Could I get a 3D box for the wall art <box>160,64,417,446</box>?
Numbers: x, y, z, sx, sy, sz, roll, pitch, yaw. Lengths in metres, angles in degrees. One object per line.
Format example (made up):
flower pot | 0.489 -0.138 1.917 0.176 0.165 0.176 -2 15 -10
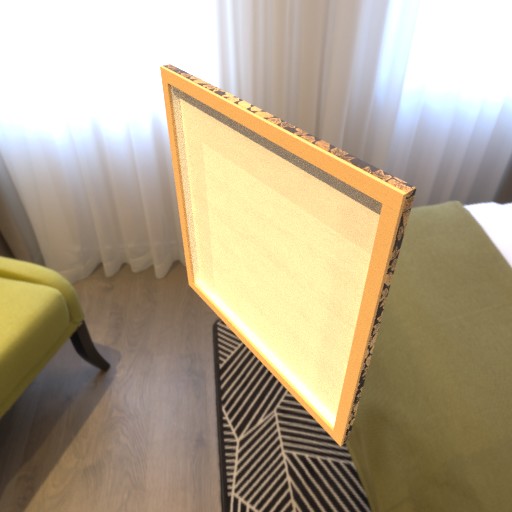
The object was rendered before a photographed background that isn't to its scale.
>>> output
wall art | 0.000 0.000 1.364 0.038 0.914 0.914 -26 47 -28
